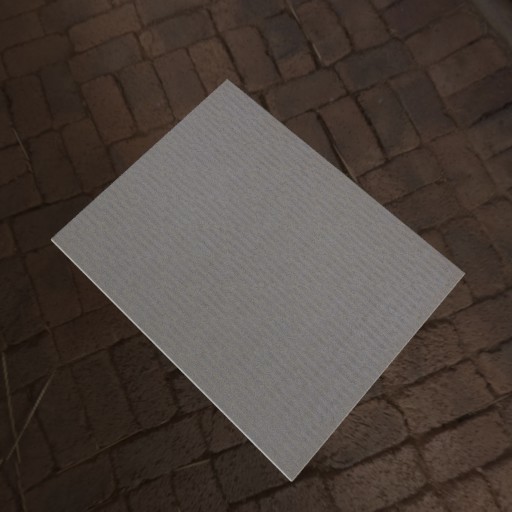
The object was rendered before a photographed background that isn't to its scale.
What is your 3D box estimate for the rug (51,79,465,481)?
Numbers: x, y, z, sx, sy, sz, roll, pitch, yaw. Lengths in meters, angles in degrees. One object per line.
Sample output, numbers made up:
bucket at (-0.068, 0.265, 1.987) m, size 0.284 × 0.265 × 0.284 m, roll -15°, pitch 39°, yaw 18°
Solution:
rug at (0.000, 0.000, 4.142) m, size 3.055 × 0.021 × 2.410 m, roll 42°, pitch 79°, yaw 10°
